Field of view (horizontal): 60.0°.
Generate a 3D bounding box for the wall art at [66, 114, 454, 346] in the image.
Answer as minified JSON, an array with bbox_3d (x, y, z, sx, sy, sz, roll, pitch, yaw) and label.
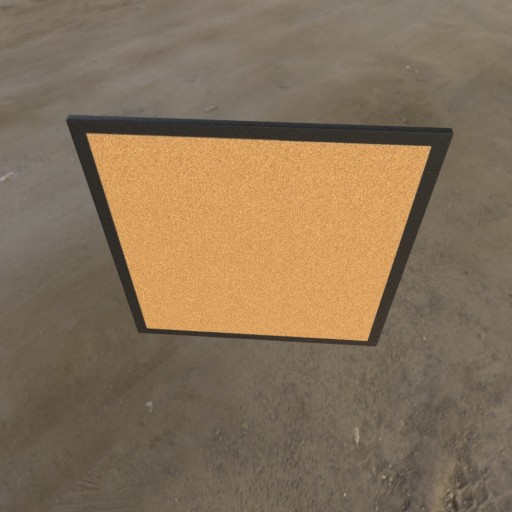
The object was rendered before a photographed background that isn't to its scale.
[{"bbox_3d":[0.000,0.000,0.996,0.663,0.659,0.016,3,47,3],"label":"wall art"}]
